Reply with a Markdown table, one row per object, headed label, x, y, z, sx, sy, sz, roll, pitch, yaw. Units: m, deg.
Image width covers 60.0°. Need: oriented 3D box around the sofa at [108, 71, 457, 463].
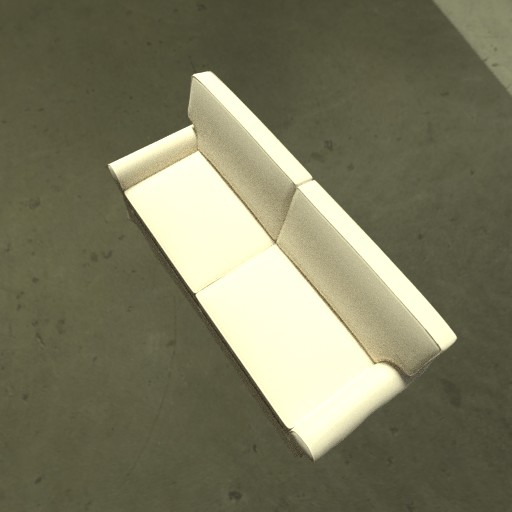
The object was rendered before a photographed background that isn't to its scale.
| label | x | y | z | sx | sy | sz | roll | pitch | yaw |
| --- | --- | --- | --- | --- | --- | --- | --- | --- | --- |
| sofa | 0.000 | 0.000 | 2.480 | 0.862 | 0.937 | 2.021 | -32 | 68 | -15 |
